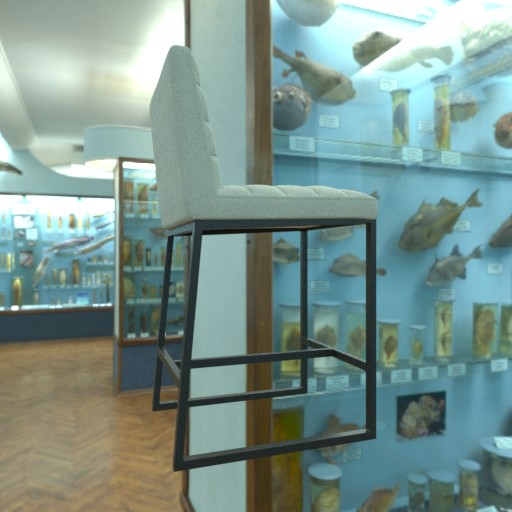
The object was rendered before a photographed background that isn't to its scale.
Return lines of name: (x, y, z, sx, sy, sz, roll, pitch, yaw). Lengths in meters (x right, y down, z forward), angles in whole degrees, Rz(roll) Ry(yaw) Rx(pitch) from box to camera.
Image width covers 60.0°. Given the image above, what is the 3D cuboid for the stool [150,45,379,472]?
stool: (0.000, 0.000, 1.292, 0.567, 0.971, 0.459, 0, 0, -20)
